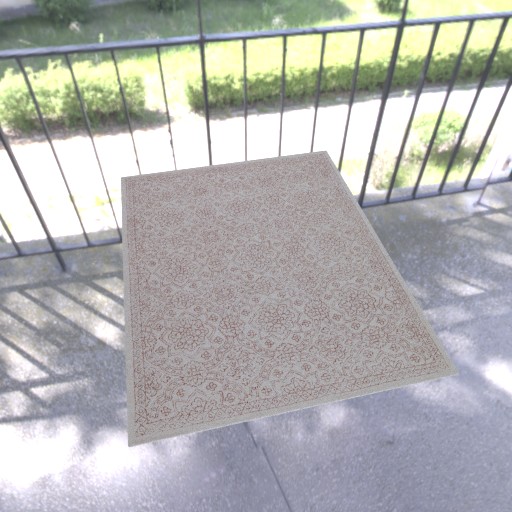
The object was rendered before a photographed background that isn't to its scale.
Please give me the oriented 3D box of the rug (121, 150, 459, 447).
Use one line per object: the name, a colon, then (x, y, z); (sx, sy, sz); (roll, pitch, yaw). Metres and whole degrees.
rug: (0.000, 0.000, 4.162); (2.441, 0.015, 3.050); (-9, 47, -9)
